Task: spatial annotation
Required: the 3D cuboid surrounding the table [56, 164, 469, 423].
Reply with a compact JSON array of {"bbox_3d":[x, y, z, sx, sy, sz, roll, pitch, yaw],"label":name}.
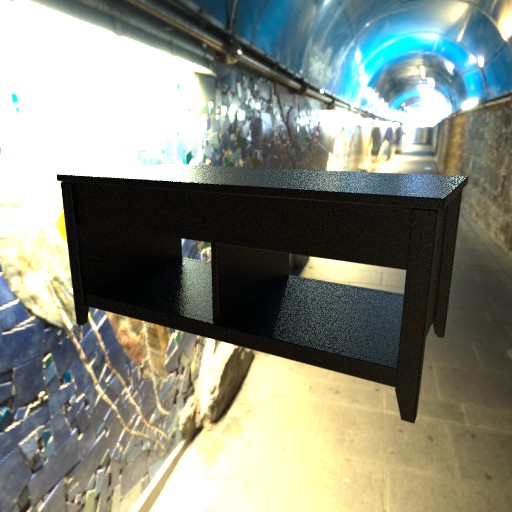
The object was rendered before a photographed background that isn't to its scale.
[{"bbox_3d":[0.000,0.000,1.266,1.016,0.457,0.483,8,17,28],"label":"table"}]
